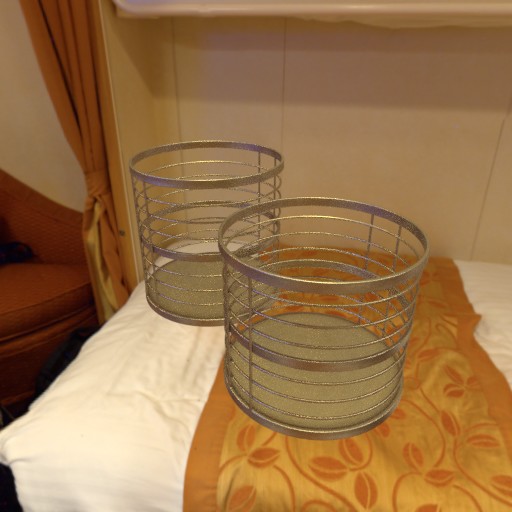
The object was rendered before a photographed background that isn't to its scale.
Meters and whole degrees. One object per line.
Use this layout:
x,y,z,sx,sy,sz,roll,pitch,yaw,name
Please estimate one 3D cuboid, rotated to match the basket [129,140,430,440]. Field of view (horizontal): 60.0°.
0.000,0.000,0.963,0.356,0.351,0.746,-18,32,-31,basket
